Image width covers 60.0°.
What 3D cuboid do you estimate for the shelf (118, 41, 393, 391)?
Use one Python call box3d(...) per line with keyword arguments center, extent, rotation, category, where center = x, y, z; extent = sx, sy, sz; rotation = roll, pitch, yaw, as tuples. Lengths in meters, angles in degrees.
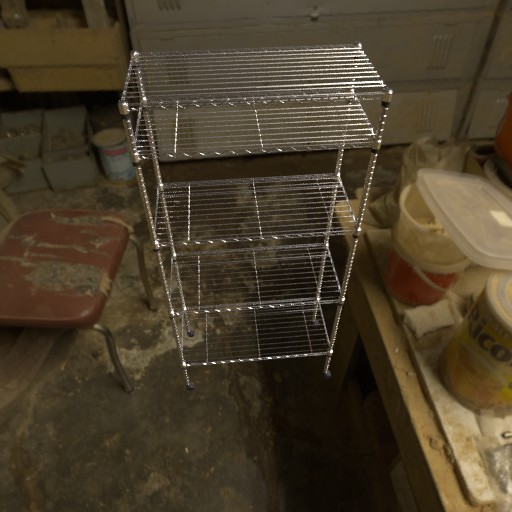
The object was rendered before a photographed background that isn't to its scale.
box3d(center=(0.000, 0.000, 1.873), extent=(0.762, 1.587, 0.356), rotation=(-4, 46, -4), category="shelf")
